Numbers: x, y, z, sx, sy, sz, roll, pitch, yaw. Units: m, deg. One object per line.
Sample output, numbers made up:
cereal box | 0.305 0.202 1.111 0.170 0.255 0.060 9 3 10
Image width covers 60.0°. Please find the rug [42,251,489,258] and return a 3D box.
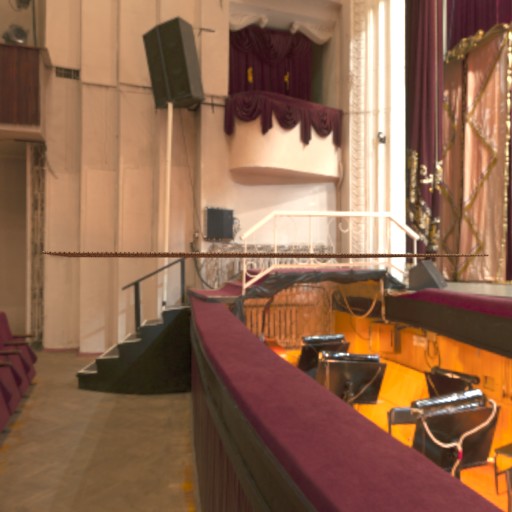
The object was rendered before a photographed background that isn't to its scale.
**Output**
rug | 0.000 0.000 2.987 2.439 0.011 1.533 0 -1 -19
